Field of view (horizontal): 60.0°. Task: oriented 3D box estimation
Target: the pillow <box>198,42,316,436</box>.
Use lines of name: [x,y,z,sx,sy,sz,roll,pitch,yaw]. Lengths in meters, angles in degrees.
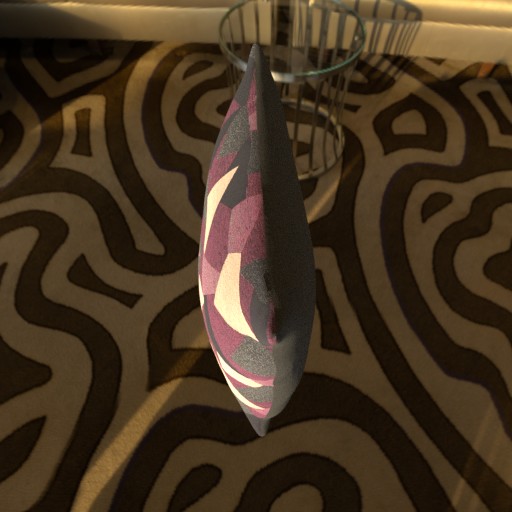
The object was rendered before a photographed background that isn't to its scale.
pillow: [0.000,0.000,0.768,0.208,0.496,0.503,-2,58,-1]
